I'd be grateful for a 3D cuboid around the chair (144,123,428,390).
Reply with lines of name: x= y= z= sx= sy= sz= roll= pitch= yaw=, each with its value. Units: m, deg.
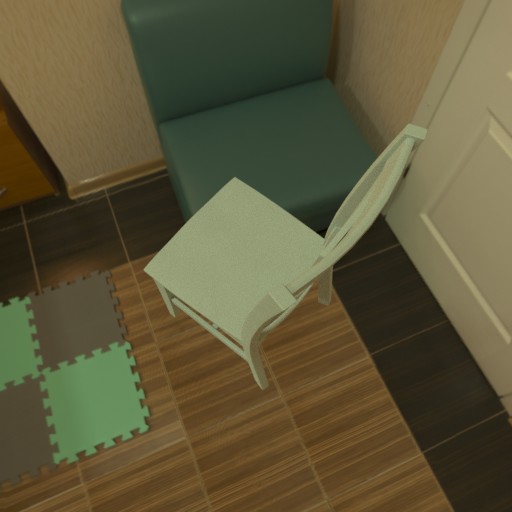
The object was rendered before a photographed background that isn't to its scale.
chair: x=0.000 y=0.000 z=1.308 sx=0.542 sy=0.983 sz=0.485 roll=35 pitch=69 yaw=16
